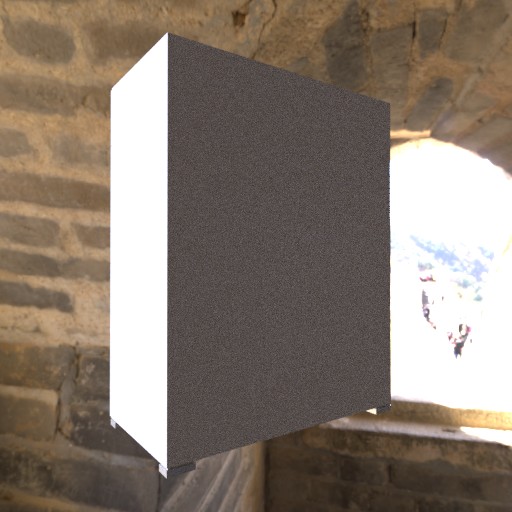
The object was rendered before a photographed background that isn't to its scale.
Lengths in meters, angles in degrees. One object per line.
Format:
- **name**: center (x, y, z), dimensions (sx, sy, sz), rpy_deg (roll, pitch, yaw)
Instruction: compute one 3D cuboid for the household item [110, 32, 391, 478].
- **household item**: center (0.000, 0.000, 1.402), dimensions (0.790, 1.010, 0.420), rpy_deg (0, -1, -35)
